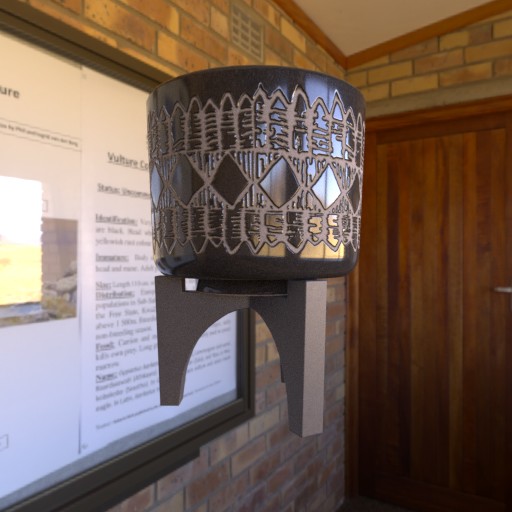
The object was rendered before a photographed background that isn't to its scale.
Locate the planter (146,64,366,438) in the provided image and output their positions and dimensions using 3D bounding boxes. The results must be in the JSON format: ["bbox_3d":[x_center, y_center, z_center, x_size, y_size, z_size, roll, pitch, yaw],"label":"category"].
[{"bbox_3d":[0.000,0.000,0.268,0.129,0.177,0.129,0,0,0],"label":"planter"}]
